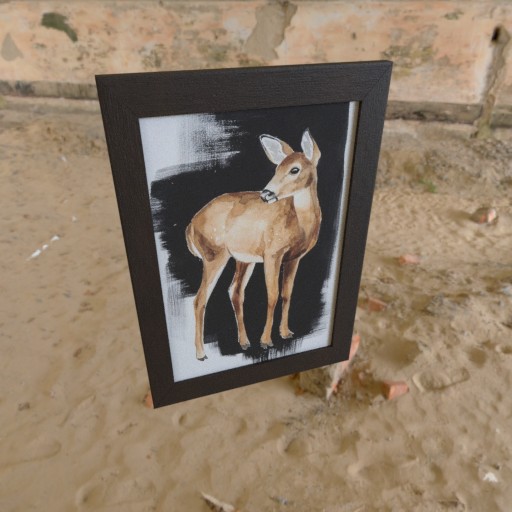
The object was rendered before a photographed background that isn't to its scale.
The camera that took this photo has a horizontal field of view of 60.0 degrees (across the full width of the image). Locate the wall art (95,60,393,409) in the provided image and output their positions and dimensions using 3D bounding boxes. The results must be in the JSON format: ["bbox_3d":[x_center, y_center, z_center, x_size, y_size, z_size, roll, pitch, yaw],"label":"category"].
[{"bbox_3d":[0.000,0.000,0.650,0.359,0.513,0.017,-10,33,-15],"label":"wall art"}]
